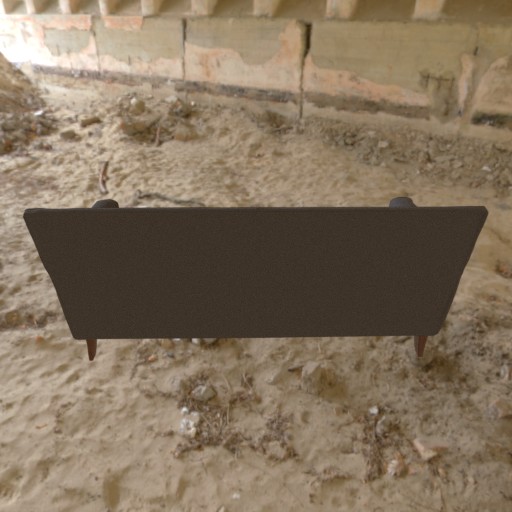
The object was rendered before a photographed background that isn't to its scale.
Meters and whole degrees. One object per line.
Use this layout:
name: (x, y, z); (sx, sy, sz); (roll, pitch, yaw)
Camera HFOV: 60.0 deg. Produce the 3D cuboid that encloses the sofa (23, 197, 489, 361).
sofa: (0.000, 0.000, 2.460); (2.002, 0.907, 0.843); (-1, 29, -1)
